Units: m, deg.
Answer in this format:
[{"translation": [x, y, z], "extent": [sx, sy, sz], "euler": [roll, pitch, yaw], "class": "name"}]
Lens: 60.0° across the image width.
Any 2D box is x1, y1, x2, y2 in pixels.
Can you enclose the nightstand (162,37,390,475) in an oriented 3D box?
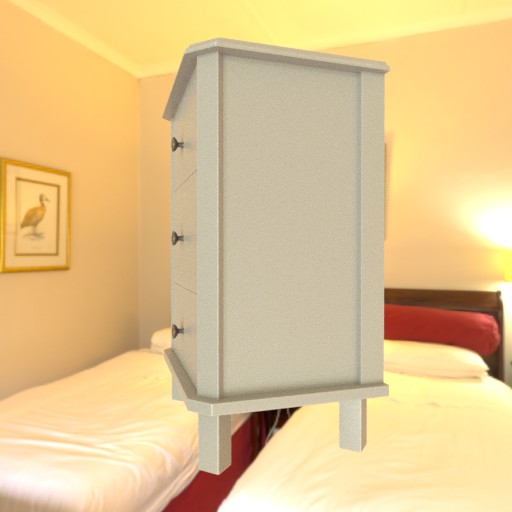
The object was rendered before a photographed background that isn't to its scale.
[{"translation": [0.000, 0.000, 0.921], "extent": [0.348, 0.680, 0.435], "euler": [0, 1, -18], "class": "nightstand"}]
